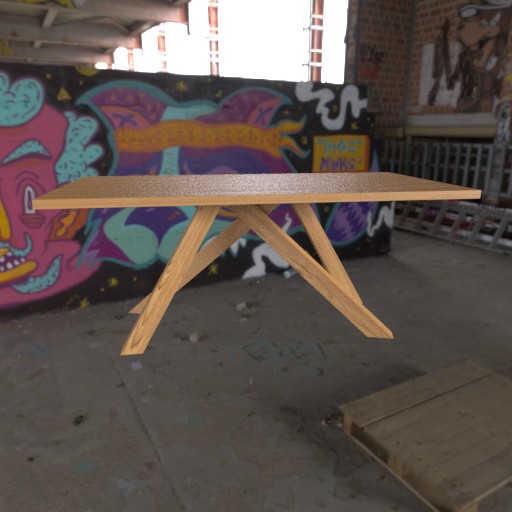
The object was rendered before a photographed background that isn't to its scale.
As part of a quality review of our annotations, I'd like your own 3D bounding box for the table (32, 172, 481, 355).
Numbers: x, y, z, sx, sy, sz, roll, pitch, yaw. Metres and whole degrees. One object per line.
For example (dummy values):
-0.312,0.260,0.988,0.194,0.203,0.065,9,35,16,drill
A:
0.000,0.000,2.278,1.797,0.750,0.901,-2,16,-9,table
